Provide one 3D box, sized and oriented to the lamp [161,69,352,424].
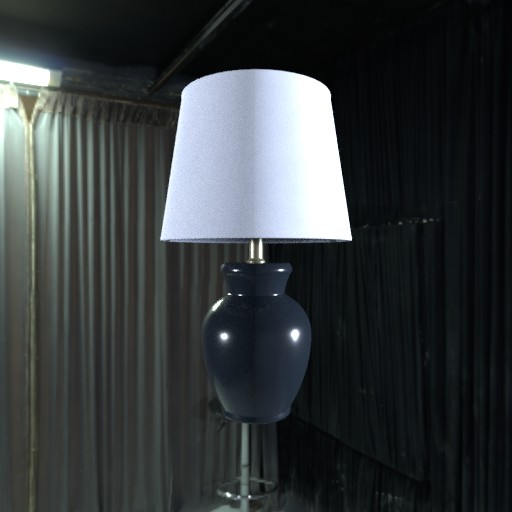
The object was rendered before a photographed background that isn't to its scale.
[{"bbox_3d":[0.000,0.000,0.567,0.239,0.399,0.239,0,0,0],"label":"lamp"}]
